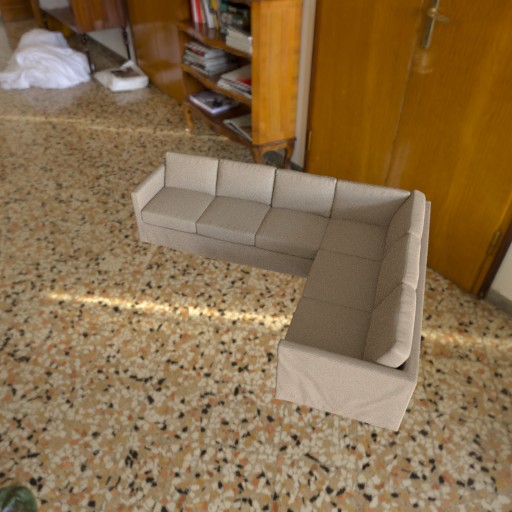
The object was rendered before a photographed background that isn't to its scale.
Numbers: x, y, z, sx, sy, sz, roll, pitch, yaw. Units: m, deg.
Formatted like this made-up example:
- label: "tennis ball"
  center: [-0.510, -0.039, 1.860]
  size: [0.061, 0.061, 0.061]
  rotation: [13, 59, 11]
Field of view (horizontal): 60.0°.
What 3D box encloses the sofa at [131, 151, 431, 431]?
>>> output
- label: "sofa"
  center: [0.000, 0.000, 4.468]
  size: [3.182, 0.871, 2.432]
  rotation: [13, 42, 14]
